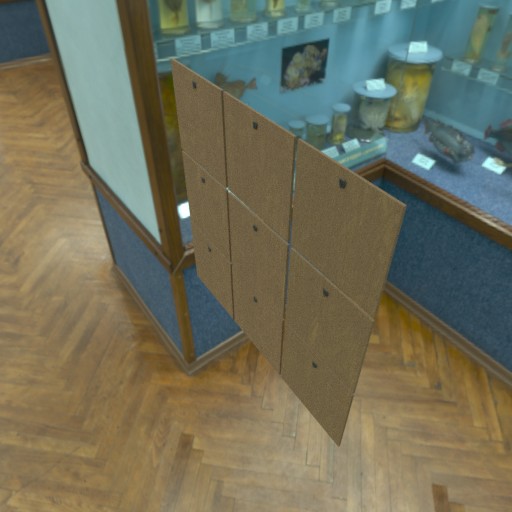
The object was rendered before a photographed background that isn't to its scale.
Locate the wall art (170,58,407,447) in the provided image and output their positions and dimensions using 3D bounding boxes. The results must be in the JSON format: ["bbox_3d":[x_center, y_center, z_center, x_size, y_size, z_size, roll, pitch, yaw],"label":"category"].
[{"bbox_3d":[0.000,0.000,2.256,0.023,1.522,1.526,-24,47,-25],"label":"wall art"}]
